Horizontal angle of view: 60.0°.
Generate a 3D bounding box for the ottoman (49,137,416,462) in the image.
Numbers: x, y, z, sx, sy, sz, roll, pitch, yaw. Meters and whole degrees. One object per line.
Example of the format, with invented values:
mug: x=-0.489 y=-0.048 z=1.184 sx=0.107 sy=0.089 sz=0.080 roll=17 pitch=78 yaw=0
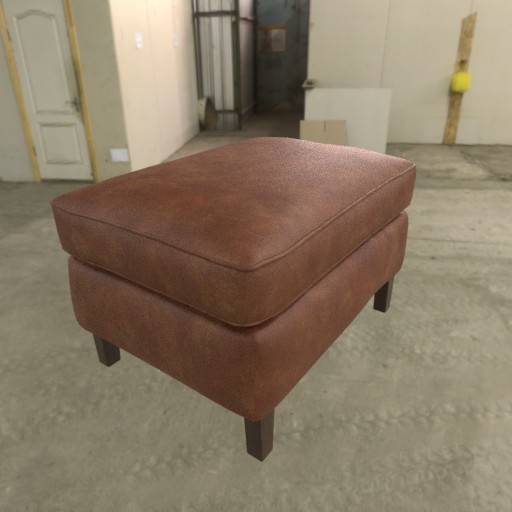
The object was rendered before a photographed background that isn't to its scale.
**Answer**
ottoman: x=0.000 y=0.000 z=0.980 sx=0.501 sy=0.418 sz=0.665 roll=18 pitch=32 yaw=32
